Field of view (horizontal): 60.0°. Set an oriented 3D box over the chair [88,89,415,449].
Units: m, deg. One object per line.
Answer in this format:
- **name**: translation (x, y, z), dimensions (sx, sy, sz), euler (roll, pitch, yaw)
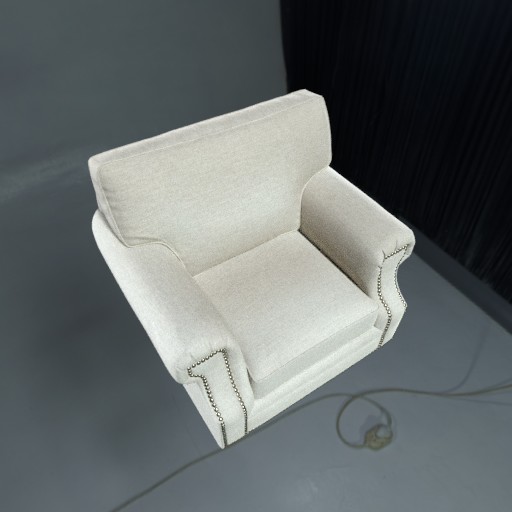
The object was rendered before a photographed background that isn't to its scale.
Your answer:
- **chair**: translation (0.000, 0.000, 1.851), dimensions (1.092, 0.961, 0.965), euler (-26, 52, -22)
